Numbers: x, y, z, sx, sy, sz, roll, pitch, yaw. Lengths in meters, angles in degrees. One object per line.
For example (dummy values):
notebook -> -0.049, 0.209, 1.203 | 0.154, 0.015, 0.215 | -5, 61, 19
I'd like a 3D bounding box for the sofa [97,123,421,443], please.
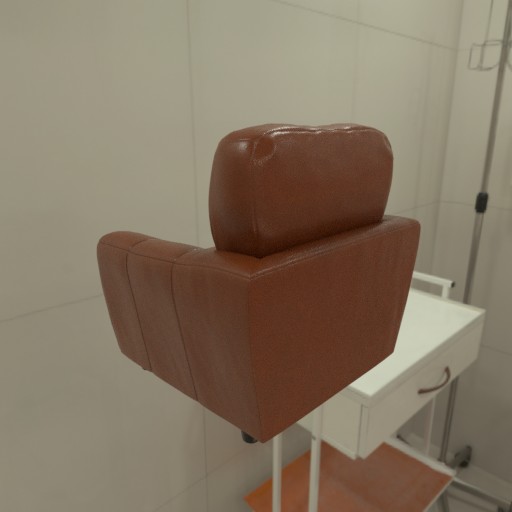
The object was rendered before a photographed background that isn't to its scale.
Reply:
sofa -> 0.000, 0.000, 1.526 | 0.836, 0.876, 0.789 | -16, 23, -42
